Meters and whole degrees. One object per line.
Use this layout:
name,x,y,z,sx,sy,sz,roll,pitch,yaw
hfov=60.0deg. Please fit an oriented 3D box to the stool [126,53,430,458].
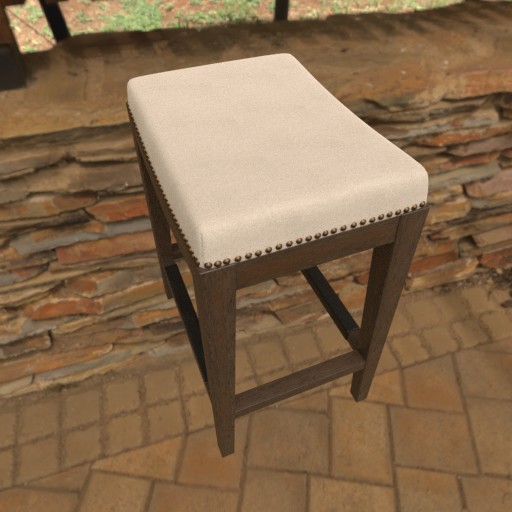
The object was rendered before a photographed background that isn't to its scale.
stool,0.000,0.000,0.937,0.361,0.642,0.500,-16,48,-15
